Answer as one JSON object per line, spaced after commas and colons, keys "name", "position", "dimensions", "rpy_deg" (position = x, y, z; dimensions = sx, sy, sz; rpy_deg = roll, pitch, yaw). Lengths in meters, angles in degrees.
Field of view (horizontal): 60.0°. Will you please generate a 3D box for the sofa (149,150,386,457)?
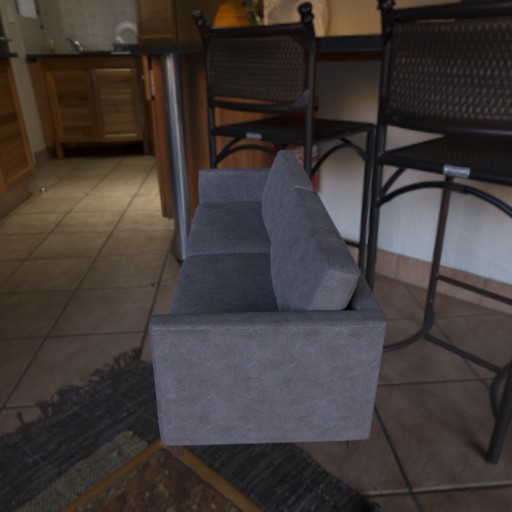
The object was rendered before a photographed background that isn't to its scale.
{"name": "sofa", "position": [0.000, 0.000, 2.884], "dimensions": [0.951, 0.965, 2.434], "rpy_deg": [-1, 25, -2]}
